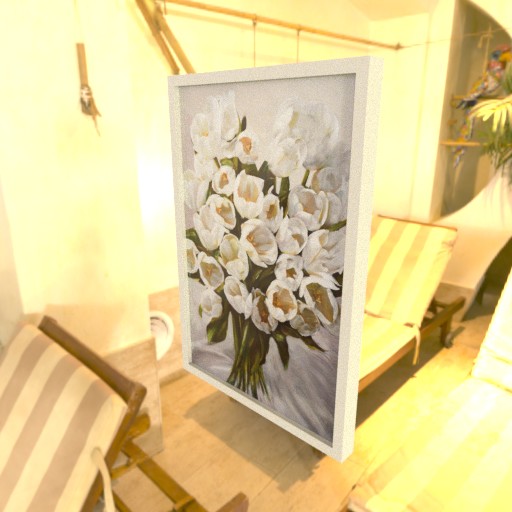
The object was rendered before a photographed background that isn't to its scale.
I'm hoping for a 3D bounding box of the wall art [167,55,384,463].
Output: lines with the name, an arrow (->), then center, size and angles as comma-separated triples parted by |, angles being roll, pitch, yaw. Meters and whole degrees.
wall art -> 0.000, 0.000, 0.547 | 0.293, 0.428, 0.025 | 16, 23, 41
